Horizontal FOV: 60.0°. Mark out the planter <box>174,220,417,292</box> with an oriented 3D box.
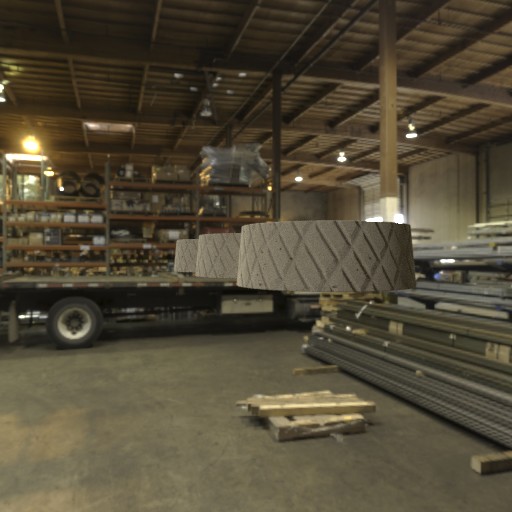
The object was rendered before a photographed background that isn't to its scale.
[{"bbox_3d":[0.000,0.000,0.419,0.114,0.038,0.390,0,0,-19],"label":"planter"}]
